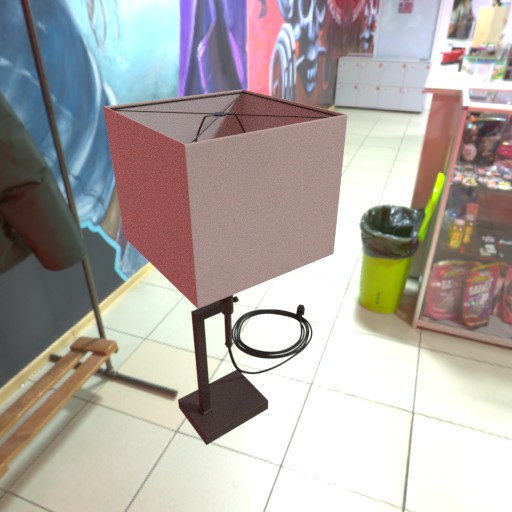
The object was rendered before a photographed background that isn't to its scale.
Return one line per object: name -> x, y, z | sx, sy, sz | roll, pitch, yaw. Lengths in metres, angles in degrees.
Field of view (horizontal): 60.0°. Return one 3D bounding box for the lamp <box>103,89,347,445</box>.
lamp -> 0.000, 0.000, 0.962 | 0.504, 0.660, 0.399 | -20, 35, -31
